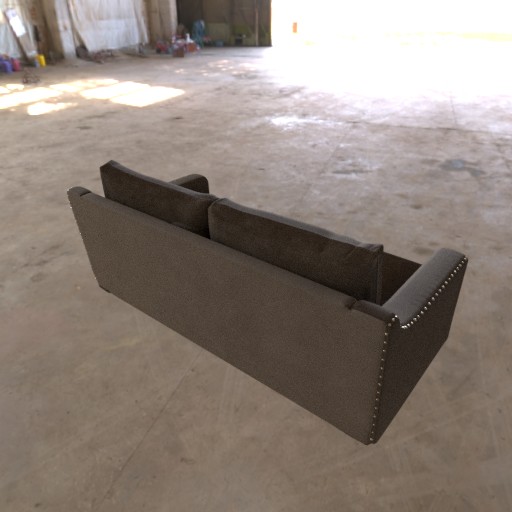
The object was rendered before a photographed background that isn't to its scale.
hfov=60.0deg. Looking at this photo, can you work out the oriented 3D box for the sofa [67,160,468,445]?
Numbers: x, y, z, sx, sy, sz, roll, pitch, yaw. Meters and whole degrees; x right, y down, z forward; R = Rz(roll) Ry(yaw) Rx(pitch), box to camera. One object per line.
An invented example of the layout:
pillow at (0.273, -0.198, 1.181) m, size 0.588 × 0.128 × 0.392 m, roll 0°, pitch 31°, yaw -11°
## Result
sofa at (0.000, 0.000, 3.218) m, size 2.550 × 1.196 × 1.336 m, roll 22°, pitch 36°, yaw 33°
